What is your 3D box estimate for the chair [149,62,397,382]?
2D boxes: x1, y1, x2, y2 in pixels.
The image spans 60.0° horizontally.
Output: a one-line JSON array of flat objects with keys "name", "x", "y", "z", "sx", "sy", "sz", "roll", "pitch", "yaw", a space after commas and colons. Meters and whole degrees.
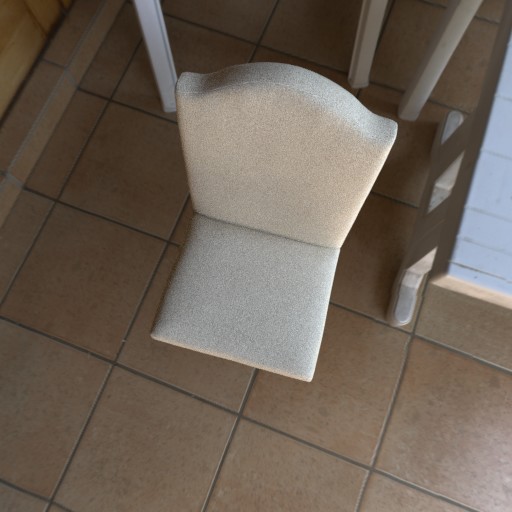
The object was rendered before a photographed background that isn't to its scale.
[{"name": "chair", "x": 0.000, "y": 0.000, "z": 1.379, "sx": 0.534, "sy": 1.012, "sz": 0.648, "roll": 15, "pitch": 76, "yaw": 4}]
